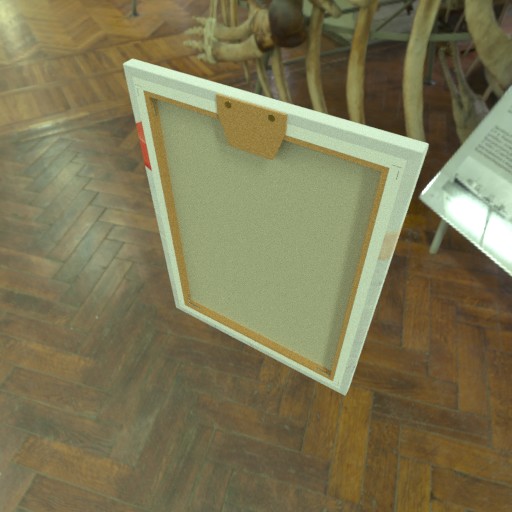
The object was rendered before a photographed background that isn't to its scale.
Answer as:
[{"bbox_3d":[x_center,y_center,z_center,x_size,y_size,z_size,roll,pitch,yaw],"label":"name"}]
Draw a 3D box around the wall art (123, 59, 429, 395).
[{"bbox_3d":[0.000,0.000,1.350,0.759,1.014,0.045,24,51,21],"label":"wall art"}]
